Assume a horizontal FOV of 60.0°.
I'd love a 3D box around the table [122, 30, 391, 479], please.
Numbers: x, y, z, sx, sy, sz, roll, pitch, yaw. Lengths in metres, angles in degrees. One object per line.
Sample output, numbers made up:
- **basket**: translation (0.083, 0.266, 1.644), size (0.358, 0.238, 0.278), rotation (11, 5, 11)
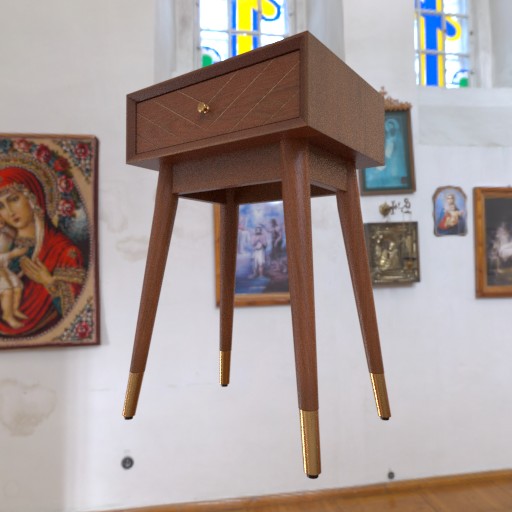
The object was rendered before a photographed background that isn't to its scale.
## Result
- **table**: translation (0.000, 0.000, 0.821), size (0.406, 0.599, 0.300), rotation (-1, -2, 36)
